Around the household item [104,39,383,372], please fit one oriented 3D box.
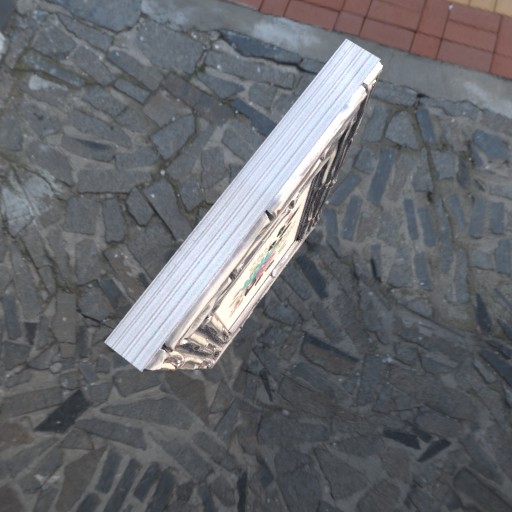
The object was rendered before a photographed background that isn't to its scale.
[{"bbox_3d":[0.000,0.000,0.285,0.025,0.216,0.165,35,78,8],"label":"household item"}]
